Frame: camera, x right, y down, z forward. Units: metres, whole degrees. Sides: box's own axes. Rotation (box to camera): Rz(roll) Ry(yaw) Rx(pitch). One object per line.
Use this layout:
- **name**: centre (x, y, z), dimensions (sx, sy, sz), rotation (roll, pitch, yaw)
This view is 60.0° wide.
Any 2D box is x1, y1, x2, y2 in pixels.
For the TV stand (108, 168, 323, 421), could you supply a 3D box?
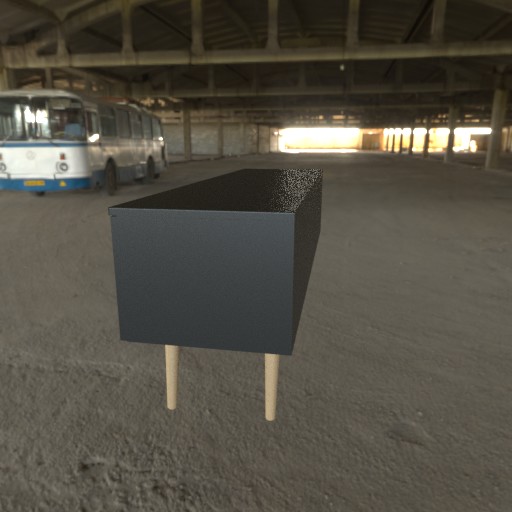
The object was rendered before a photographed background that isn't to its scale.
- **TV stand**: centre (0.000, 0.000, 1.543), dimensions (0.390, 0.518, 1.312), rotation (3, 15, 10)
